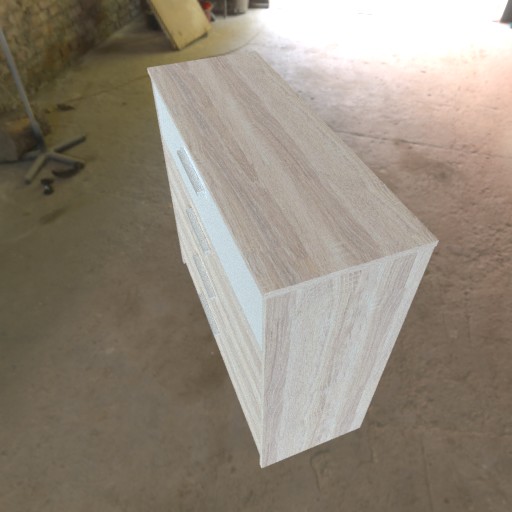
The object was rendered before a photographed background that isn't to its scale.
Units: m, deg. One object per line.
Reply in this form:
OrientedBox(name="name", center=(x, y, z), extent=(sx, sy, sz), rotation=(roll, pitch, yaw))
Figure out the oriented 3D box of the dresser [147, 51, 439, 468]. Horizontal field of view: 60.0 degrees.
OrientedBox(name="dresser", center=(0.000, 0.000, 1.454), extent=(0.380, 0.900, 0.980), rotation=(-16, 48, -15))
